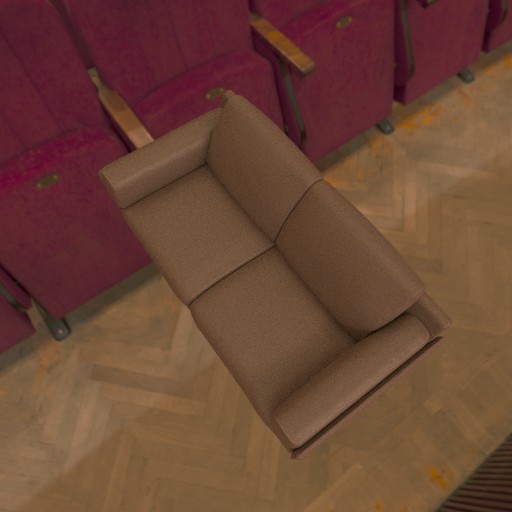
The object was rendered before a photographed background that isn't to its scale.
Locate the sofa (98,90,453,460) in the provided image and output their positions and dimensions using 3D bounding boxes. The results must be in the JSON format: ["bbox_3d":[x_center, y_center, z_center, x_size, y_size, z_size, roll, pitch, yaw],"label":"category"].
[{"bbox_3d":[0.000,0.000,2.711,1.049,0.930,2.101,-33,68,-15],"label":"sofa"}]
